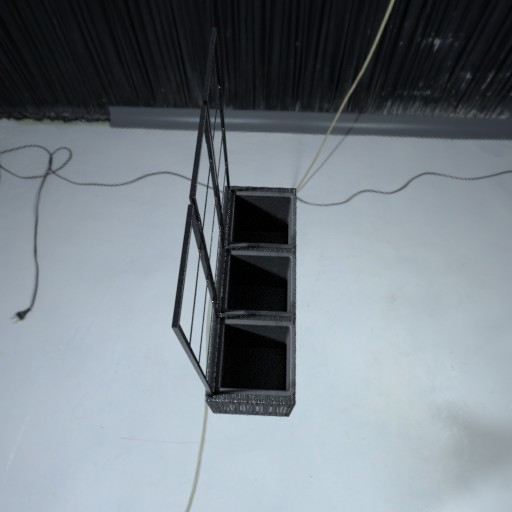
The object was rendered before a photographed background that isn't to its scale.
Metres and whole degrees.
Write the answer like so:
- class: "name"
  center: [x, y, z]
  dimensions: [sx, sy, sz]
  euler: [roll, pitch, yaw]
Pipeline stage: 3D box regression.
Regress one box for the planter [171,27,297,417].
- class: "planter"
  center: [0.000, 0.000, 1.172]
  dimensions: [0.244, 0.841, 0.698]
  euler: [2, 63, 1]
